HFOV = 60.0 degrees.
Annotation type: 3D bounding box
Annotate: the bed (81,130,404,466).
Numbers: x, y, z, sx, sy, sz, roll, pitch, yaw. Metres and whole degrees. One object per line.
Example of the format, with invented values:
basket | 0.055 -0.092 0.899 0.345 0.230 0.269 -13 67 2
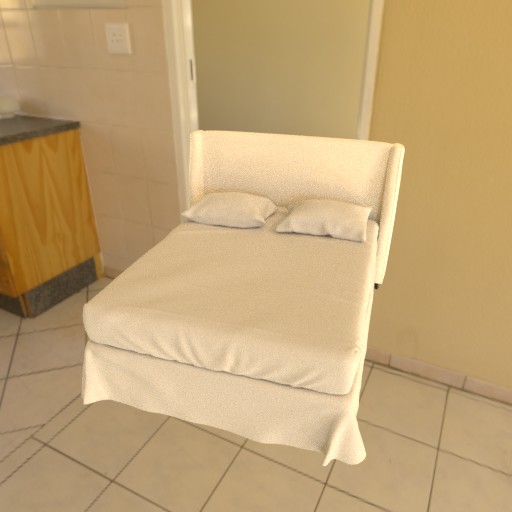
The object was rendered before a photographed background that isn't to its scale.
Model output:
bed | 0.000 0.000 3.310 1.925 1.332 2.276 8 29 15
